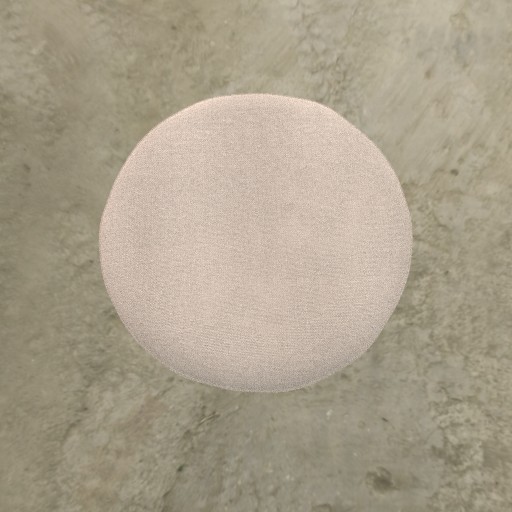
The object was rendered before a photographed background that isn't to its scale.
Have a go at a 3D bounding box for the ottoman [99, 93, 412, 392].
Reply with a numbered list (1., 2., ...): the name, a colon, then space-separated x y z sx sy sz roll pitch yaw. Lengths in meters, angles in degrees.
1. ottoman: 0.000 0.000 0.861 0.497 0.409 0.497 0 76 0
